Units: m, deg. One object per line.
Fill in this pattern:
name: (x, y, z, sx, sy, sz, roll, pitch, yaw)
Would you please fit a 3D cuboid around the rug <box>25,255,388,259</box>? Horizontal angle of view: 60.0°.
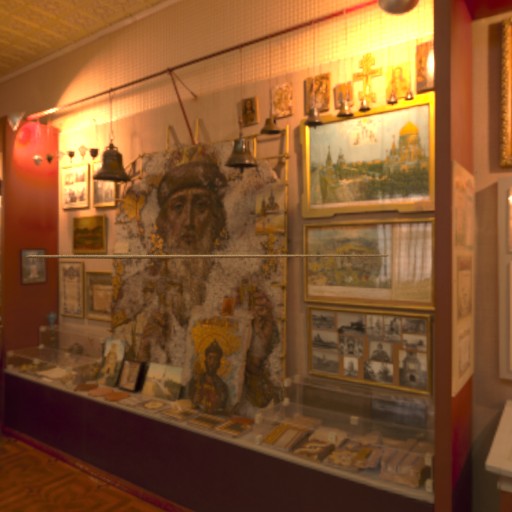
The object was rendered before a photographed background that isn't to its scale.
rug: (0.000, 0.000, 2.734, 0.769, 0.012, 2.448, 0, 0, 37)
